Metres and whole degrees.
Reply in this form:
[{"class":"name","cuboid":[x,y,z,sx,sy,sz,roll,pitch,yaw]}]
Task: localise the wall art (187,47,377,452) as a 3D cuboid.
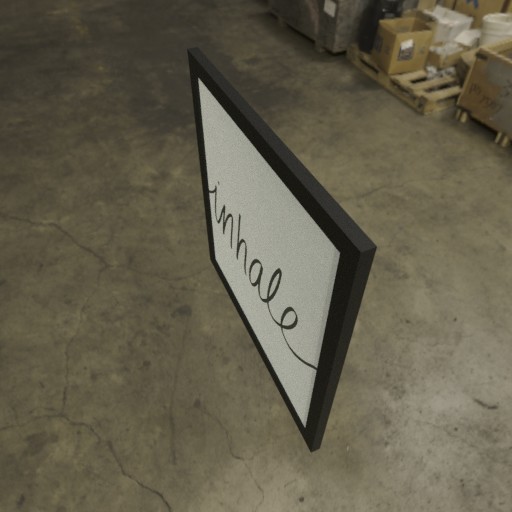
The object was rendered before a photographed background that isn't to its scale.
[{"class":"wall art","cuboid":[0.000,0.000,0.528,0.013,0.356,0.356,-18,49,-16]}]
